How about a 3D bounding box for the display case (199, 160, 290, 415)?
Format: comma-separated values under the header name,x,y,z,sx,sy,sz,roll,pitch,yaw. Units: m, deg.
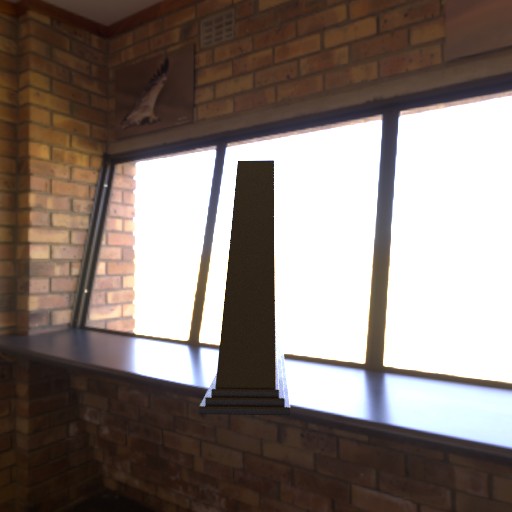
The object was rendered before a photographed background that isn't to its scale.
name,x,y,z,sx,sy,sz,roll,pitch,yaw
display case,0.000,0.000,0.783,0.095,0.340,0.640,0,-1,2
